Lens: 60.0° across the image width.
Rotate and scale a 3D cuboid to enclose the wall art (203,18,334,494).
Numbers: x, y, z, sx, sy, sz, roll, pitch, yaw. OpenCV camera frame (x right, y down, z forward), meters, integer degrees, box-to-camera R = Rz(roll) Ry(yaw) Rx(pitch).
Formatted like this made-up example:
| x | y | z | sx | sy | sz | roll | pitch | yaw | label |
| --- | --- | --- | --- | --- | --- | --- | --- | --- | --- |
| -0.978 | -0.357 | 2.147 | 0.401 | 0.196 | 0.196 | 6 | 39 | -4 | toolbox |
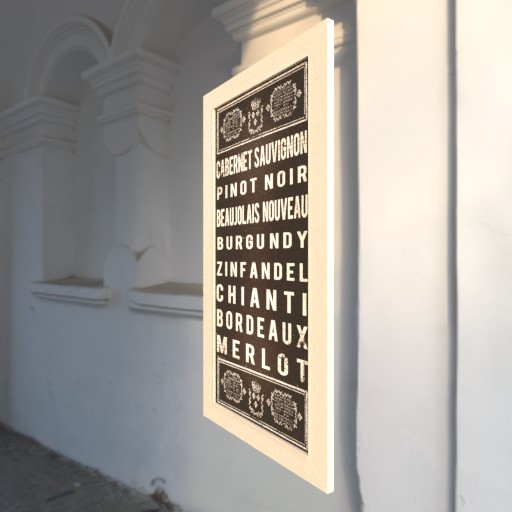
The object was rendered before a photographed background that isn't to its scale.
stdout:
| x | y | z | sx | sy | sz | roll | pitch | yaw | label |
| --- | --- | --- | --- | --- | --- | --- | --- | --- | --- |
| 0.000 | 0.000 | 0.795 | 0.013 | 0.683 | 0.380 | 0 | 0 | -34 | wall art |
